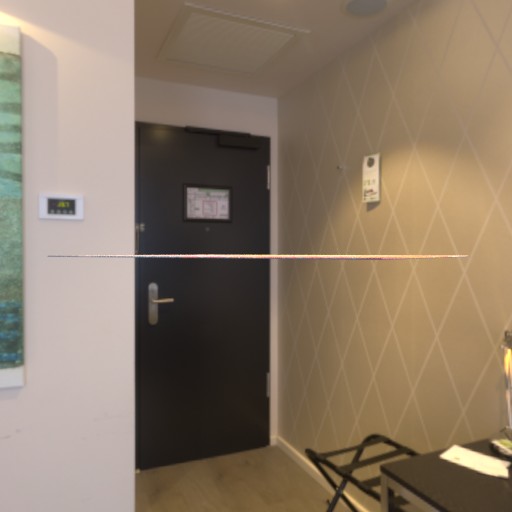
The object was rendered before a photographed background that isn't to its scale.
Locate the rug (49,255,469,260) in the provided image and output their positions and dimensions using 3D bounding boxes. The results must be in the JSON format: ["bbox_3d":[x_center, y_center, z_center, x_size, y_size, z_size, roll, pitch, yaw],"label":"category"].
[{"bbox_3d":[0.000,0.000,3.685,2.896,0.013,2.007,0,0,36],"label":"rug"}]
